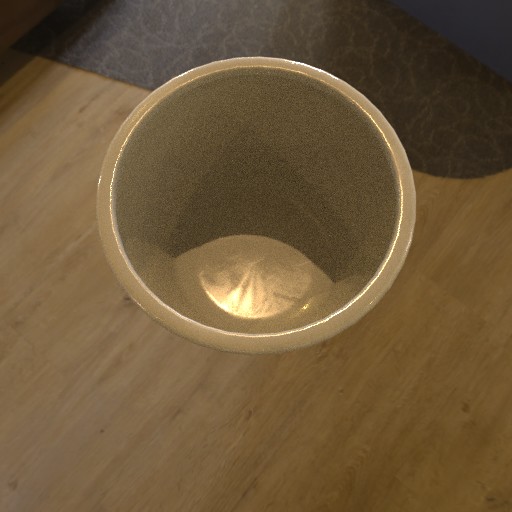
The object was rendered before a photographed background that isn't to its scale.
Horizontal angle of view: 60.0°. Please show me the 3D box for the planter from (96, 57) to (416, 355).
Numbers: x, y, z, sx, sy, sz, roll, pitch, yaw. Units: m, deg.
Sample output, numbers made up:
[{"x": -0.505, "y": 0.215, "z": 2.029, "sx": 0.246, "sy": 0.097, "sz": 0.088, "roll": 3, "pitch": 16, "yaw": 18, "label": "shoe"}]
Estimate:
[{"x": 0.000, "y": 0.000, "z": 0.557, "sx": 0.265, "sy": 0.404, "sz": 0.265, "roll": -33, "pitch": 77, "yaw": -9, "label": "planter"}]
